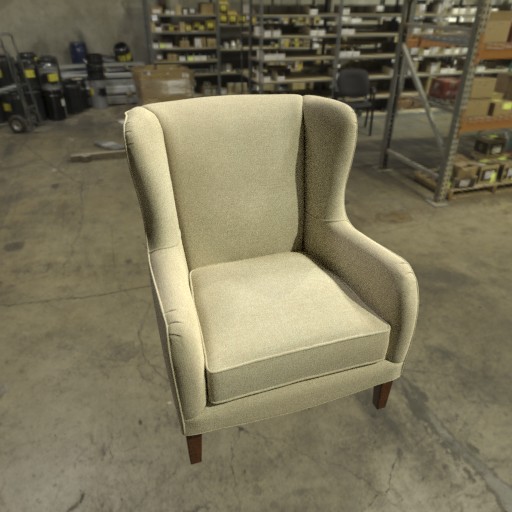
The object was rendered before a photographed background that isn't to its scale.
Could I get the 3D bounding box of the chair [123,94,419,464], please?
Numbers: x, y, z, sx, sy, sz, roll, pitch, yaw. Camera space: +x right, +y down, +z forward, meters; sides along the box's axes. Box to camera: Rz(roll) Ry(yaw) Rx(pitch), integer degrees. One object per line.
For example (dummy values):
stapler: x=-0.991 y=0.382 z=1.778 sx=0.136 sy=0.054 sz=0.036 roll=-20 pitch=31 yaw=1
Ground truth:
chair: x=0.000 y=0.000 z=1.699 sx=0.838 sy=1.040 sz=0.966 roll=-10 pitch=32 yaw=-16
